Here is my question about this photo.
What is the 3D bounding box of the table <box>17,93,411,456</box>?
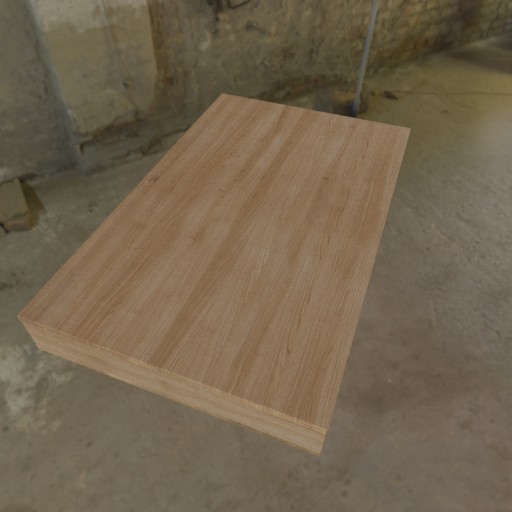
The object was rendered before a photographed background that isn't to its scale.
[{"bbox_3d":[0.000,0.000,1.395,0.700,0.440,1.100,16,49,14],"label":"table"}]
